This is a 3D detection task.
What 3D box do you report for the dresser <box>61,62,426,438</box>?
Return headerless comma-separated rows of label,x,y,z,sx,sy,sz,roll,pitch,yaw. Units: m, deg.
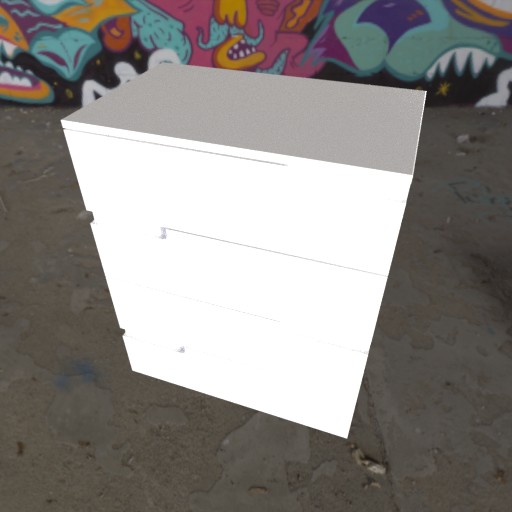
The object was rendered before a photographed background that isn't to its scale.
dresser,0.000,0.000,1.160,0.650,0.800,0.400,13,41,15
